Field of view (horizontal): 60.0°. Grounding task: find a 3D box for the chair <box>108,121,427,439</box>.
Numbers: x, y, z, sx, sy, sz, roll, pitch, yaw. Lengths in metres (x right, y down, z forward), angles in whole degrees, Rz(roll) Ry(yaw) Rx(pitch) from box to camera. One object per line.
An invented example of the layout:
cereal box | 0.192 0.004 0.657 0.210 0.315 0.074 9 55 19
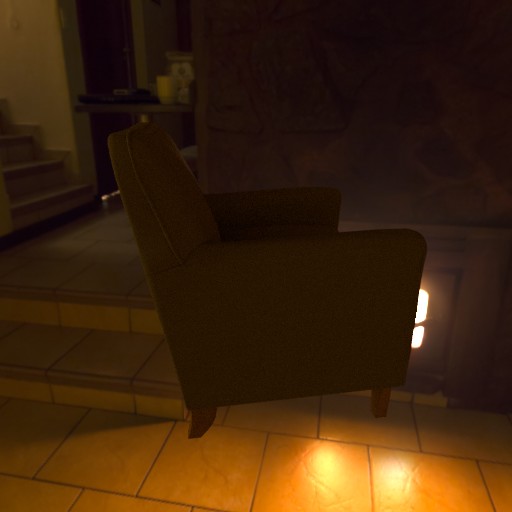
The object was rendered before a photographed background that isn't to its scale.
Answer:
chair | 0.000 0.000 1.592 0.831 0.911 0.836 -3 19 -8
